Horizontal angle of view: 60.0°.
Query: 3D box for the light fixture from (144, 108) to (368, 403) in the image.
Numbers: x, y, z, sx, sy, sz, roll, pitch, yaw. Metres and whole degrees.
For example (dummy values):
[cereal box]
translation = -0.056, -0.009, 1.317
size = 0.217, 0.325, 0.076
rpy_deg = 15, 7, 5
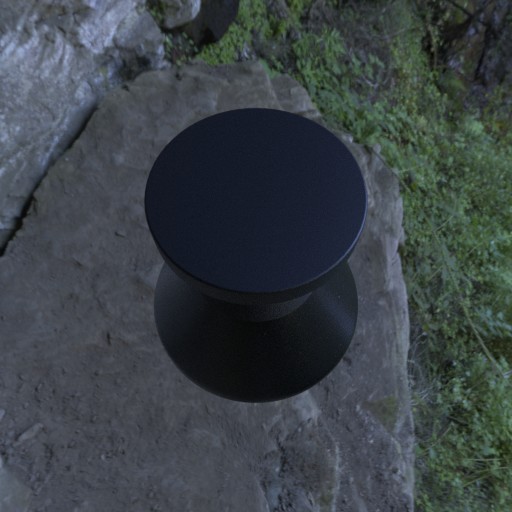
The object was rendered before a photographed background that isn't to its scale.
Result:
[light fixture]
translation = 0.000, 0.000, 0.357
size = 0.200, 0.183, 0.200
rpy_deg = 0, 63, 0
